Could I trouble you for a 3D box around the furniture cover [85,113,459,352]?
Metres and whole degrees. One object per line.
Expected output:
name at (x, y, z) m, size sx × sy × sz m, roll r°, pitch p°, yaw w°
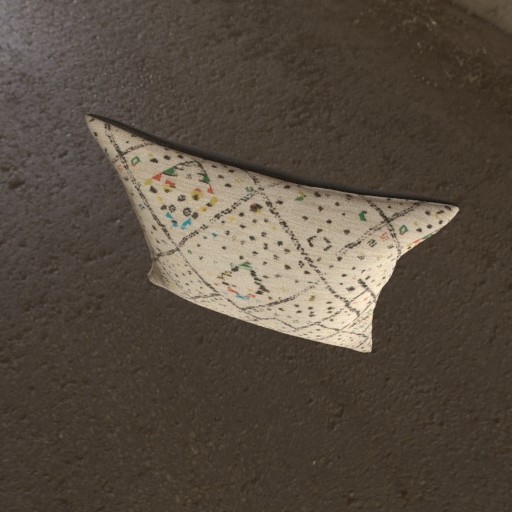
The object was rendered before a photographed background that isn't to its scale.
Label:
furniture cover at (0.000, 0.000, 0.788) m, size 0.525 × 0.498 × 0.180 m, roll 17°, pitch 60°, yaw 10°
